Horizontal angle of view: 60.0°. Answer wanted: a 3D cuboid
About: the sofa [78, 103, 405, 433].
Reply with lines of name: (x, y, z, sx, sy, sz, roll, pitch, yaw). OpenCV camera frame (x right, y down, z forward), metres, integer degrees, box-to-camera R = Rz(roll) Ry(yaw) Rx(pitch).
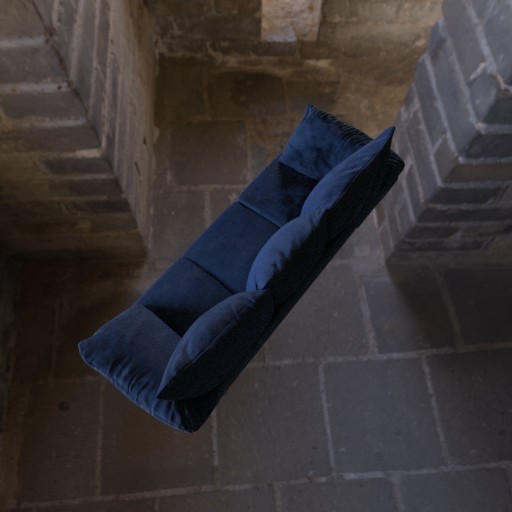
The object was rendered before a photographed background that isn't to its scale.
sofa: (0.000, 0.000, 2.994, 0.907, 1.091, 2.390, 36, 70, 16)
